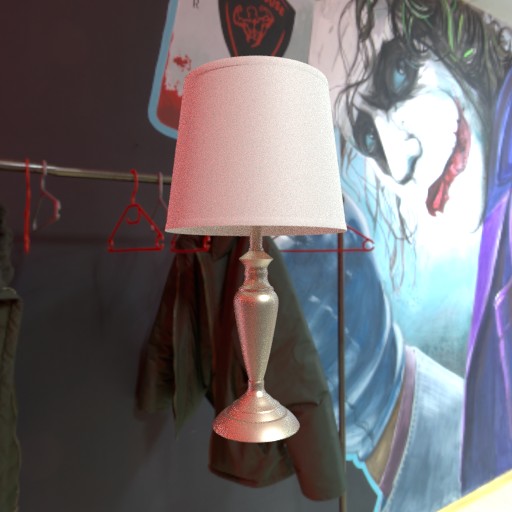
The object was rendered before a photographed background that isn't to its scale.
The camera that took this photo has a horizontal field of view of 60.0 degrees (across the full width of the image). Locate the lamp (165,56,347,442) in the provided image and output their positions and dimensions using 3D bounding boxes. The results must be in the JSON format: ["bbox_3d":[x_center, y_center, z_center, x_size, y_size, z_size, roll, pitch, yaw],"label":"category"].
[{"bbox_3d":[0.000,0.000,0.815,0.328,0.619,0.328,0,0,0],"label":"lamp"}]
